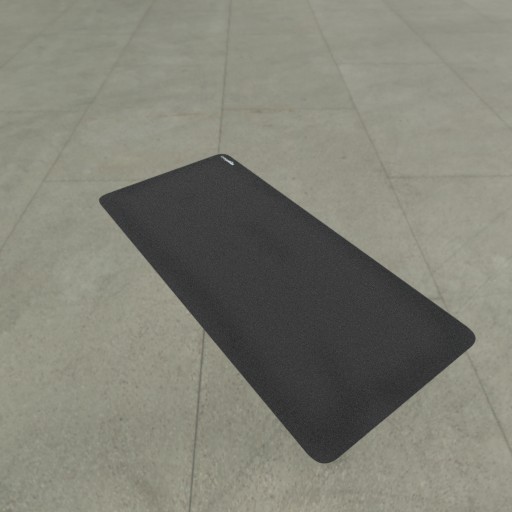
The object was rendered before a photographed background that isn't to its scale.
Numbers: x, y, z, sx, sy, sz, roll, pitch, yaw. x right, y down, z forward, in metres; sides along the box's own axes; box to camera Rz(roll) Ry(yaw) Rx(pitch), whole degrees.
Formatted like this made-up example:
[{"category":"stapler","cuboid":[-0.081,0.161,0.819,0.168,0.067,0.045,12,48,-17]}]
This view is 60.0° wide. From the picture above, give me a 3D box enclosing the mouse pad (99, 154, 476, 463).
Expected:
[{"category":"mouse pad","cuboid":[0.000,0.000,1.040,0.424,0.003,0.907,-27,48,-26]}]
